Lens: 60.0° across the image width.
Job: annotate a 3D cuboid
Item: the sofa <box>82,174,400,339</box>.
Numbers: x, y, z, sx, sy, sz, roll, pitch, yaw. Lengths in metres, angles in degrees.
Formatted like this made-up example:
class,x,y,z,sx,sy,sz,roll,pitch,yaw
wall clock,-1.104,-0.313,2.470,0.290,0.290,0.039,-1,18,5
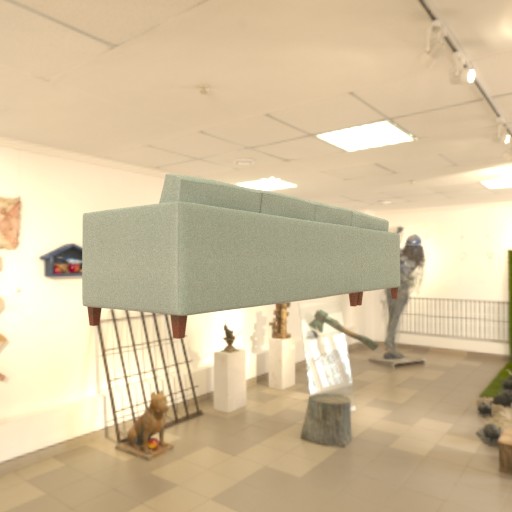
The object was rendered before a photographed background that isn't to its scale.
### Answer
class,x,y,z,sx,sy,sz,roll,pitch,yaw
sofa,0.000,0.000,4.208,1.600,0.953,3.470,-1,-1,37
